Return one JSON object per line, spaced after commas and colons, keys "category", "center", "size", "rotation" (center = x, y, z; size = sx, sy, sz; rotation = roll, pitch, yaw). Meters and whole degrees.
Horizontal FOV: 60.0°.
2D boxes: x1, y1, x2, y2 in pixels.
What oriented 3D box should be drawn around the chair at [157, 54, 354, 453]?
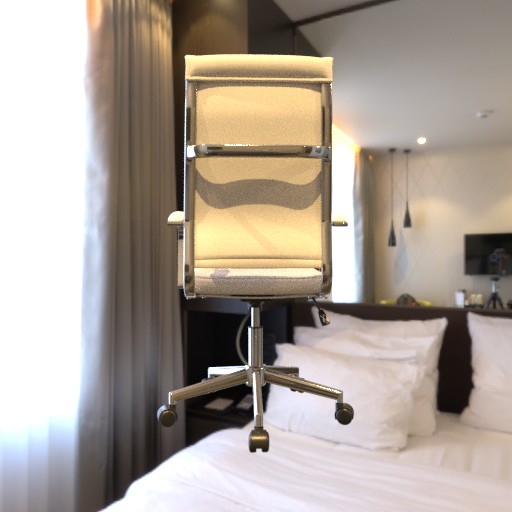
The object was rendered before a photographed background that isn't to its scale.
{"category": "chair", "center": [0.000, 0.000, 1.577], "size": [0.679, 1.149, 0.679], "rotation": [0, 0, -2]}
